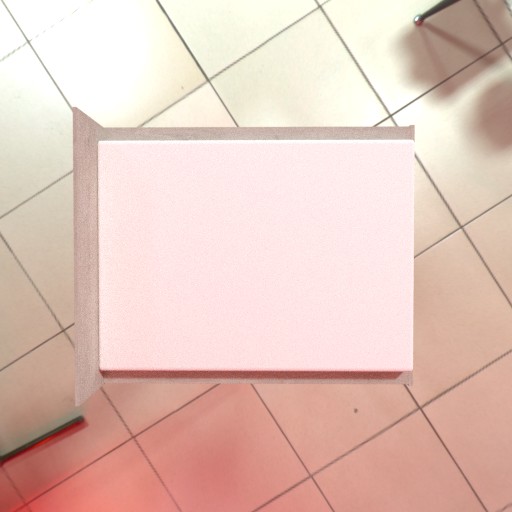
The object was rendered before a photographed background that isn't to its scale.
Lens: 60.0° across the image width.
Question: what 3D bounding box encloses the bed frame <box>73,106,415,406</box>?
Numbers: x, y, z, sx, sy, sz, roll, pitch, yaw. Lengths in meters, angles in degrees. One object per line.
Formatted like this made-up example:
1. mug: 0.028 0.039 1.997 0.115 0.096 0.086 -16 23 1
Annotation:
1. bed frame: 0.000 0.000 2.785 1.960 0.800 1.622 0 91 1
